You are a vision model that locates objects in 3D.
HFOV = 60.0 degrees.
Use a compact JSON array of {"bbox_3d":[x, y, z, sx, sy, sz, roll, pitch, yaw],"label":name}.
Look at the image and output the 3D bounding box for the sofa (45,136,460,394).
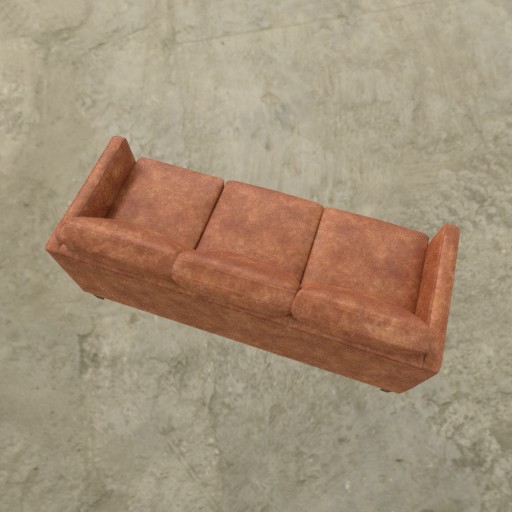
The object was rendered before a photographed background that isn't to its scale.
[{"bbox_3d":[0.000,0.000,3.072,2.464,1.006,1.045,16,64,8],"label":"sofa"}]
